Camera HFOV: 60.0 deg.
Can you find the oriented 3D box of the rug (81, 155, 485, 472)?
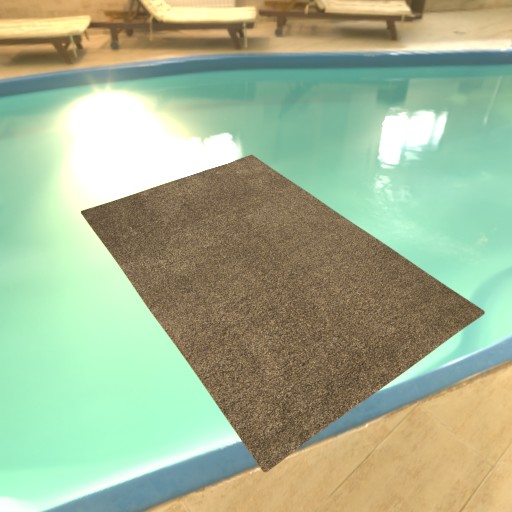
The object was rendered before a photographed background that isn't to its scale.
[{"bbox_3d":[0.000,0.000,3.371,1.802,0.026,2.699,-24,46,-26],"label":"rug"}]
